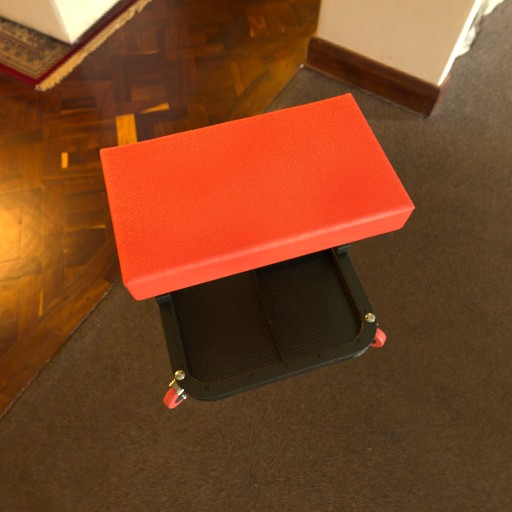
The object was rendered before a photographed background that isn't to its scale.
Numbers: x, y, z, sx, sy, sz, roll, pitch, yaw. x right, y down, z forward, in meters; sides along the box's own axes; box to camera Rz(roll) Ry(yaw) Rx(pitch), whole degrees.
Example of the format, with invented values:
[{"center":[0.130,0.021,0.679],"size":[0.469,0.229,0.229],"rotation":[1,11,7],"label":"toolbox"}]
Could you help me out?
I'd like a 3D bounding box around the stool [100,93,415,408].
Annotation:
[{"center":[0.000,0.000,0.733],"size":[0.446,0.380,0.371],"rotation":[-15,64,-8],"label":"stool"}]
